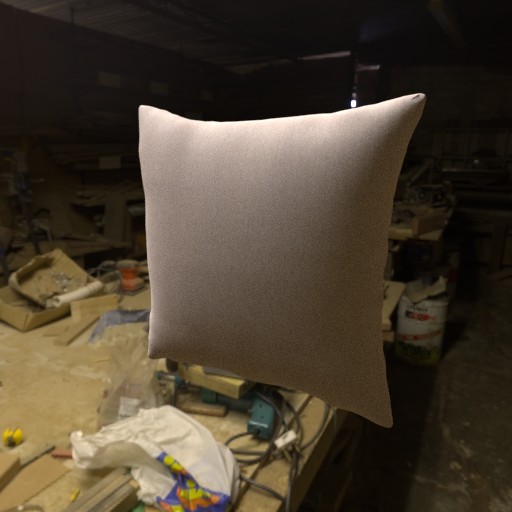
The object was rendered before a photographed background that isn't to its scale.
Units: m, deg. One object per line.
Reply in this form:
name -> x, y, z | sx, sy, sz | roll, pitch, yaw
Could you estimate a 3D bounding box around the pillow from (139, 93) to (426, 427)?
pillow -> 0.000, 0.000, 0.655 | 0.433, 0.436, 0.173 | 8, 17, 27
